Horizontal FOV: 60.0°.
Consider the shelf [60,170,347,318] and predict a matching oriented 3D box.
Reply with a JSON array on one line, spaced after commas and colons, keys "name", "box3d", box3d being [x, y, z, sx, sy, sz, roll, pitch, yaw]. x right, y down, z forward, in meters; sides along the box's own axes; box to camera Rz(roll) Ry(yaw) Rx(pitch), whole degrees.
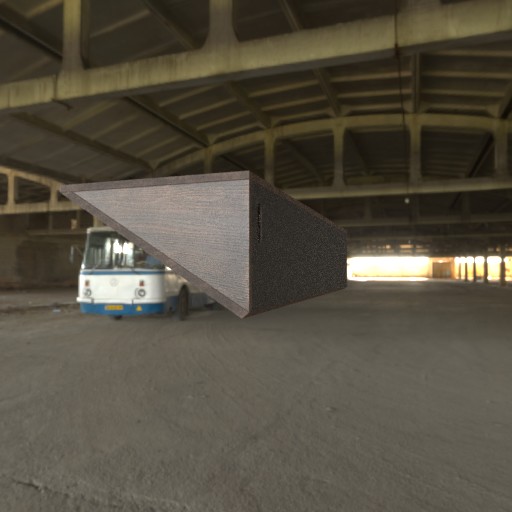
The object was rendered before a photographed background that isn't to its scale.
[{"name": "shelf", "box3d": [0.000, 0.000, 0.692, 0.200, 0.125, 0.610, -1, -2, 19]}]
